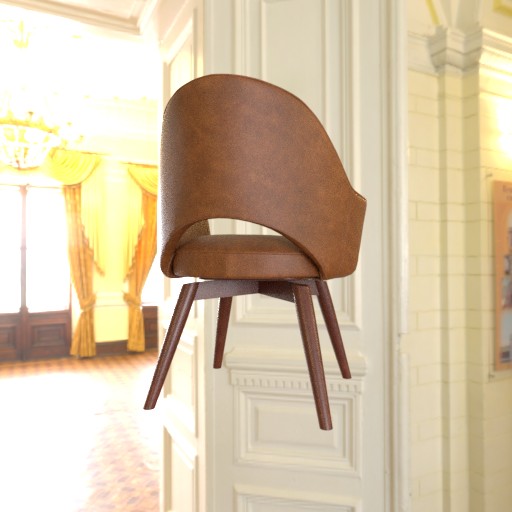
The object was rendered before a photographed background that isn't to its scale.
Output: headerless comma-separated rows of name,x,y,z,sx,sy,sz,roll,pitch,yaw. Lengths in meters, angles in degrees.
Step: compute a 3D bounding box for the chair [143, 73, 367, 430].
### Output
chair,0.000,0.000,1.254,0.591,0.777,0.640,0,-1,17
